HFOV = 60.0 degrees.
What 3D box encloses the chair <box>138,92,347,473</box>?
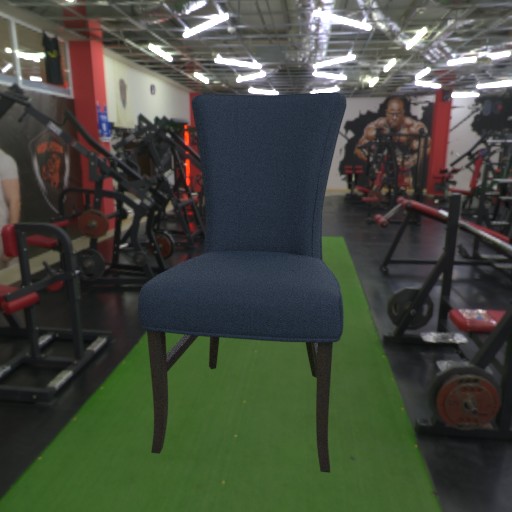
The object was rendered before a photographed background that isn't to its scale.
[{"bbox_3d":[0.000,0.000,1.362,0.520,0.991,0.660,2,15,9],"label":"chair"}]
